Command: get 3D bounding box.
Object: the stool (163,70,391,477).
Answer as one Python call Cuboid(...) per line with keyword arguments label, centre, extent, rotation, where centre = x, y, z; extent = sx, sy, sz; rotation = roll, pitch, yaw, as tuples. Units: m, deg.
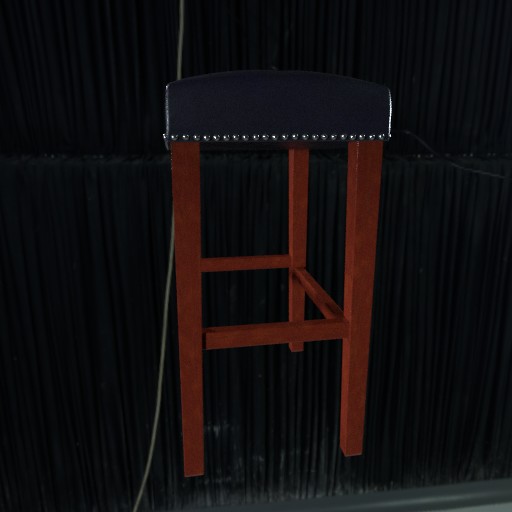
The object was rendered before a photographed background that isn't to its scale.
Cuboid(label="stool", centre=(0.000, 0.000, 1.012), extent=(0.372, 0.742, 0.504), rotation=(-3, 17, -9))
